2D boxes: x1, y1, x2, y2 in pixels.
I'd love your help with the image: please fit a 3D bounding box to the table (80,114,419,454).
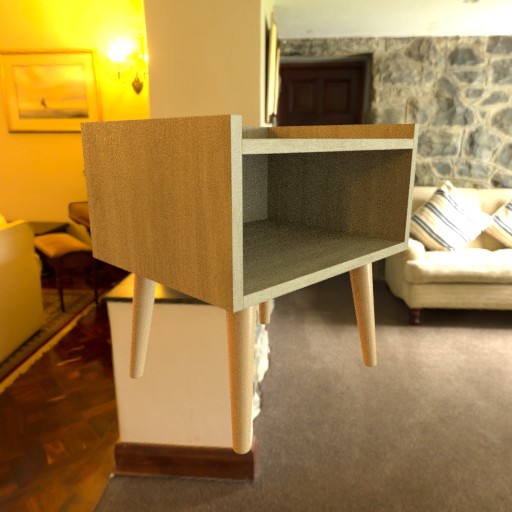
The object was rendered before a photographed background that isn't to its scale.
[{"bbox_3d":[0.000,0.000,0.818,0.370,0.470,0.450,14,21,43],"label":"table"}]
